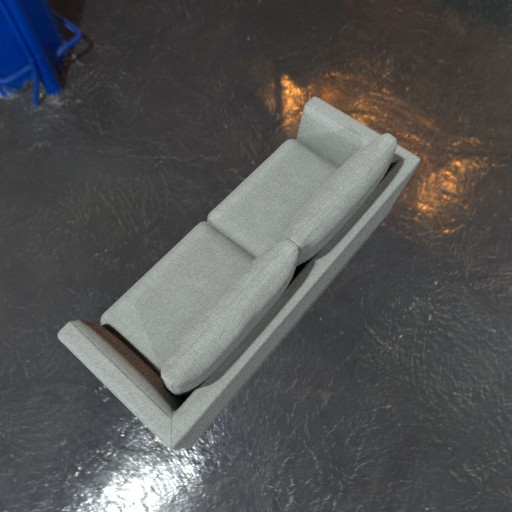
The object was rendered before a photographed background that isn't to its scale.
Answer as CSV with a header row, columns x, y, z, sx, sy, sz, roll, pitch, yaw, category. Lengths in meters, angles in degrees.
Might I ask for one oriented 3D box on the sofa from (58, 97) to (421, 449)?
x,y,z,sx,sy,sz,roll,pitch,yaw,category
0.000,0.000,2.740,0.869,1.002,2.212,37,69,17,sofa
